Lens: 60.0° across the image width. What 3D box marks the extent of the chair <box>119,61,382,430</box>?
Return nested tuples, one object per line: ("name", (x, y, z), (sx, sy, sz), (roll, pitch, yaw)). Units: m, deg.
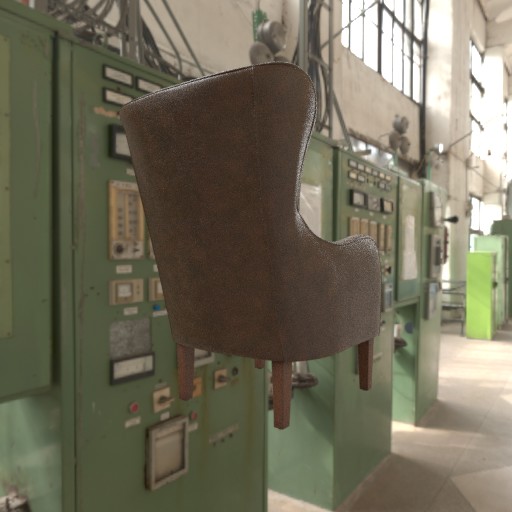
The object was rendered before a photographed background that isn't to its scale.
("chair", (0.000, 0.000, 1.592), (0.692, 1.048, 0.914), (1, 1, 38))
